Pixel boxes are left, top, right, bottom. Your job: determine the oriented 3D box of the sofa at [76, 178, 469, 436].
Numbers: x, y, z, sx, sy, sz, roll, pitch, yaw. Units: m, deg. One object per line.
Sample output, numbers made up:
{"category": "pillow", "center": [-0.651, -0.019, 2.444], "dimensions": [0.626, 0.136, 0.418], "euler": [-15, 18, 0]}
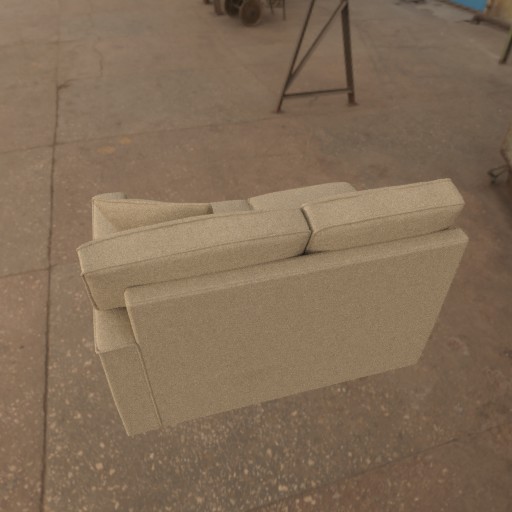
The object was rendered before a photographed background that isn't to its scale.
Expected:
{"category": "sofa", "center": [0.000, 0.000, 2.038], "dimensions": [1.388, 0.989, 0.991], "euler": [-10, 42, -12]}
